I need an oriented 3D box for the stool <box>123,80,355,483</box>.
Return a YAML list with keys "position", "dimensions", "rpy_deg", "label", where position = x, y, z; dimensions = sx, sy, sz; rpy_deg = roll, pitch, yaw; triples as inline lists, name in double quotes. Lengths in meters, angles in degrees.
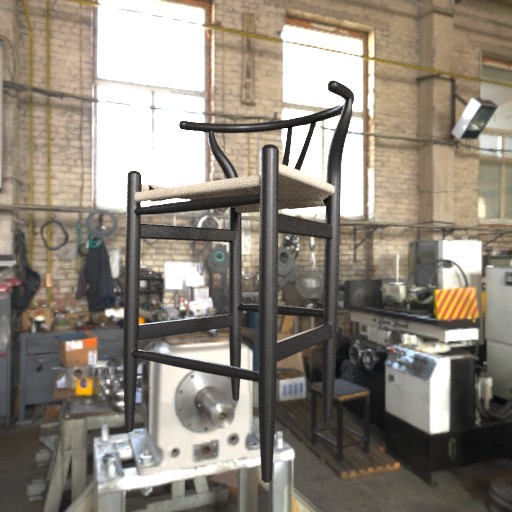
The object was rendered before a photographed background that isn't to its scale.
- position: [0.000, 0.000, 1.307]
  dimensions: [0.569, 0.970, 0.579]
  rpy_deg: [0, -1, 37]
  label: "stool"
